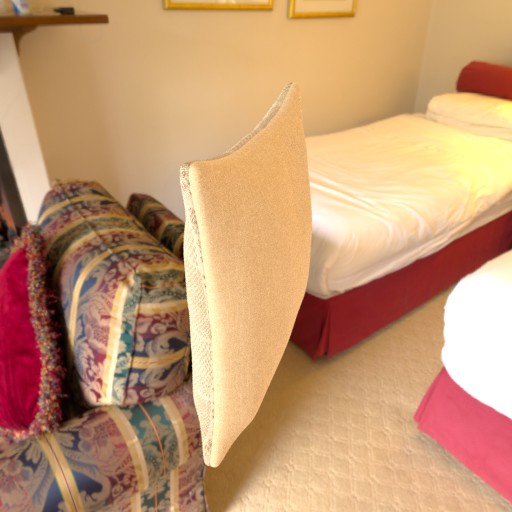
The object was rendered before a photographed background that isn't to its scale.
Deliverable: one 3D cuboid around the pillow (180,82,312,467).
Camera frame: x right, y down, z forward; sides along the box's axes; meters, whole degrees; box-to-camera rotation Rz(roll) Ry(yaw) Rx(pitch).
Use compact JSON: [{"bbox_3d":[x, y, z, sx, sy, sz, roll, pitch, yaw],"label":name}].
[{"bbox_3d":[0.000,0.000,0.674,0.138,0.432,0.436,8,32,14],"label":"pillow"}]
